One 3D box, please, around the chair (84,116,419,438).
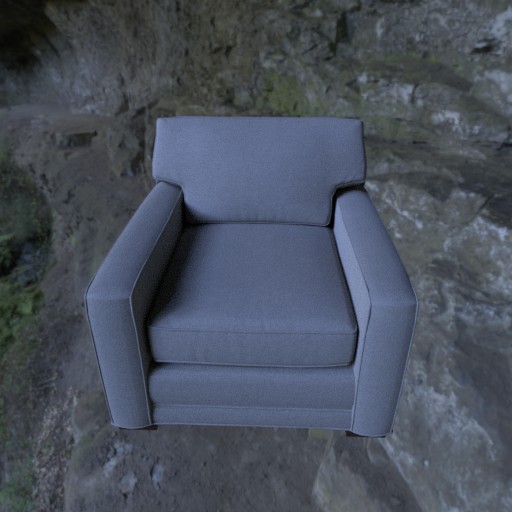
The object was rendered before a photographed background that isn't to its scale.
[{"bbox_3d":[0.000,0.000,1.788,0.999,0.934,1.044,1,30,2],"label":"chair"}]
